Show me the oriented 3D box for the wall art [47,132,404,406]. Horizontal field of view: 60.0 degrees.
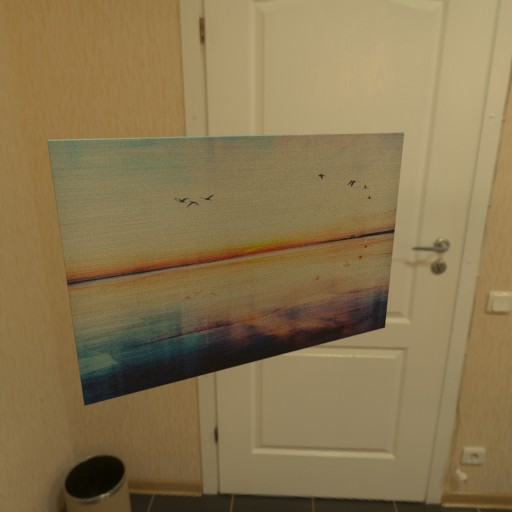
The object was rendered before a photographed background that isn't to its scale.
[{"bbox_3d":[0.000,0.000,0.764,0.604,0.402,0.018,-9,20,-25],"label":"wall art"}]
